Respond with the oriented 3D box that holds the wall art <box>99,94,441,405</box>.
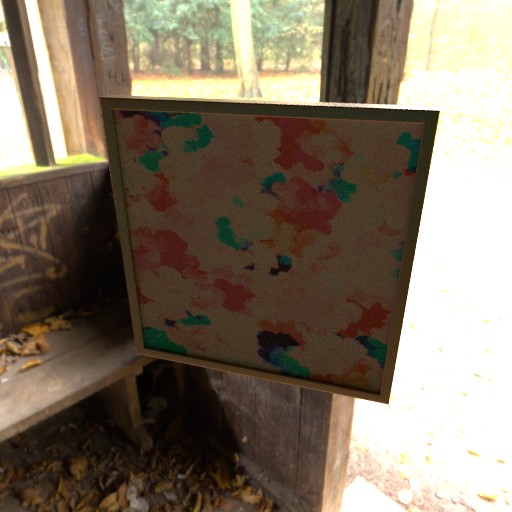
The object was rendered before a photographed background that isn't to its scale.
[{"bbox_3d":[0.000,0.000,0.767,0.510,0.509,0.037,7,27,15],"label":"wall art"}]
